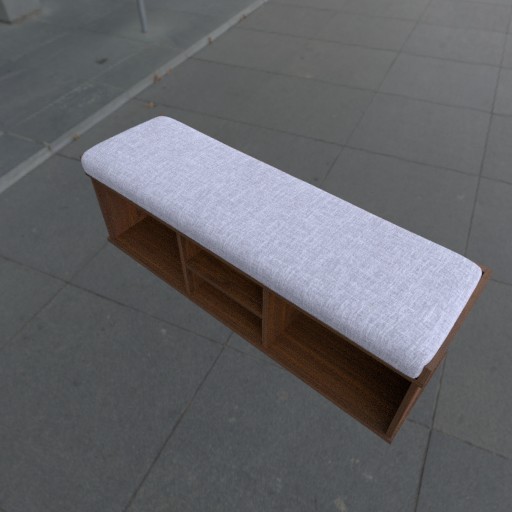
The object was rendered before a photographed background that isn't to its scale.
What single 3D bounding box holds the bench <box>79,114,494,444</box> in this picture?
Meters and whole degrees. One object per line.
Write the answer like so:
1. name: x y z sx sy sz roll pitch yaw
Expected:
1. bench: 0.000 0.000 1.385 1.196 0.468 0.367 31 53 26
